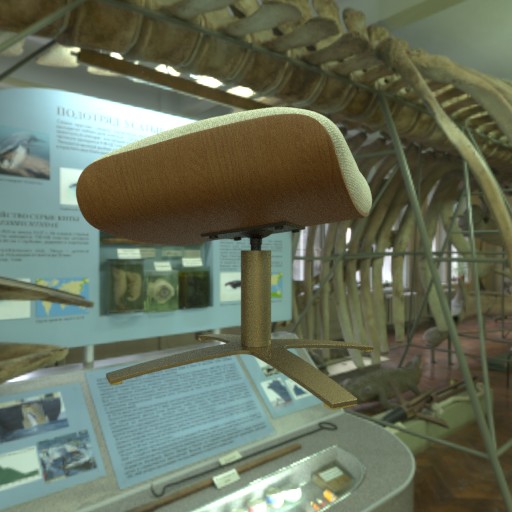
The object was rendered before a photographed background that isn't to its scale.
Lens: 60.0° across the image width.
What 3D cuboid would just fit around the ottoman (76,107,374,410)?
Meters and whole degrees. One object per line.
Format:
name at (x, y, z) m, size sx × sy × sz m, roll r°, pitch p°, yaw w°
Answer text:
ottoman at (0.000, 0.000, 0.805) m, size 0.394 × 0.391 × 0.520 m, roll 0°, pitch 1°, yaw 18°
